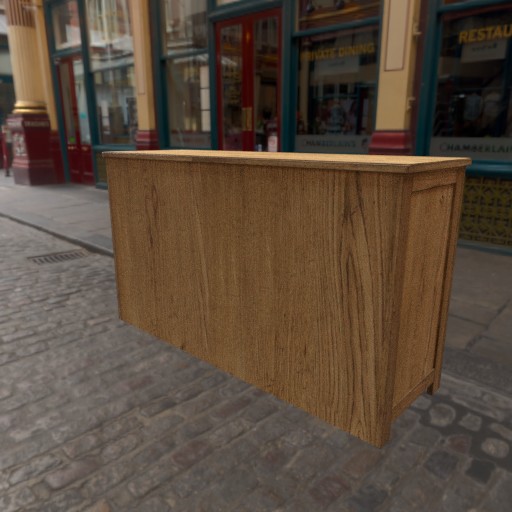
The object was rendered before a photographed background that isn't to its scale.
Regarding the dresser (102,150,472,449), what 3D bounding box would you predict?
[{"bbox_3d":[0.000,0.000,2.080,1.657,0.932,0.563,13,20,41],"label":"dresser"}]
